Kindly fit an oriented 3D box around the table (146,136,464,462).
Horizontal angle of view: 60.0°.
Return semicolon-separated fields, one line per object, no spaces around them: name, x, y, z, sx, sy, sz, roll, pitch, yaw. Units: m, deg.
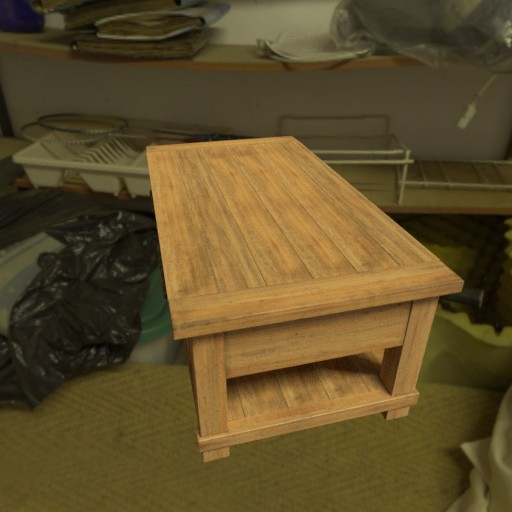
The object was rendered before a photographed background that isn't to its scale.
table;0.000;0.000;1.616;0.693;0.494;1.270;-7;31;-12
